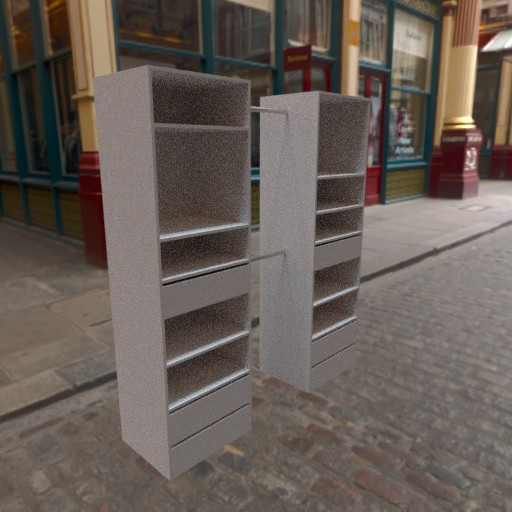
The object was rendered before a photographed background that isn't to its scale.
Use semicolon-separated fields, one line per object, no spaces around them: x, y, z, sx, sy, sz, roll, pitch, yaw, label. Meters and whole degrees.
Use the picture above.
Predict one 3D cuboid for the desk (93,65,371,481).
0.000;0.000;2.831;0.480;2.000;1.770;13;19;43;desk
